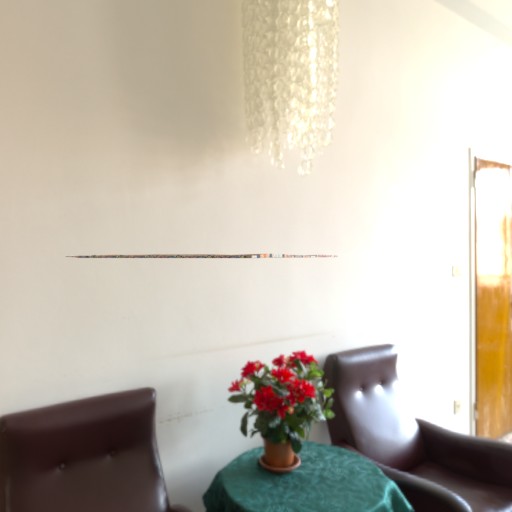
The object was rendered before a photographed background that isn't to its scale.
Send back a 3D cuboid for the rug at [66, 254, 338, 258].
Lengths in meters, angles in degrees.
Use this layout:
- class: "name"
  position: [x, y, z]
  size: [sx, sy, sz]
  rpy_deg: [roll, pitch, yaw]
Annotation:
- class: "rug"
  position: [0.000, 0.000, 2.661]
  size: [0.695, 0.017, 2.455]
  rpy_deg: [0, 0, 18]
